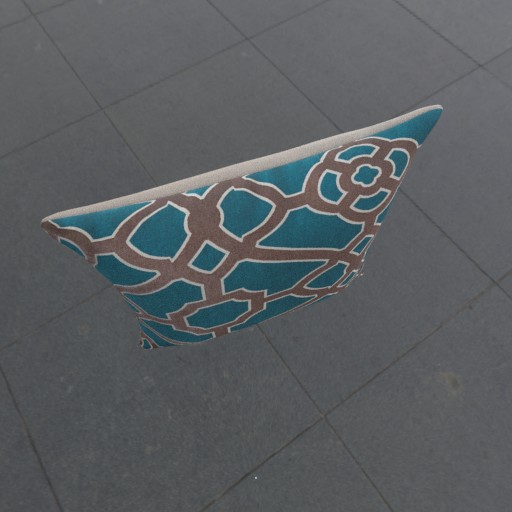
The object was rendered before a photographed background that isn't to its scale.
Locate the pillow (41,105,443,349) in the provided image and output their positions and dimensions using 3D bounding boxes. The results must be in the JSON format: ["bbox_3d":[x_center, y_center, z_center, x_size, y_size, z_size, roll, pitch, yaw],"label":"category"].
[{"bbox_3d":[0.000,0.000,0.766,0.526,0.507,0.166,-18,65,-9],"label":"pillow"}]
